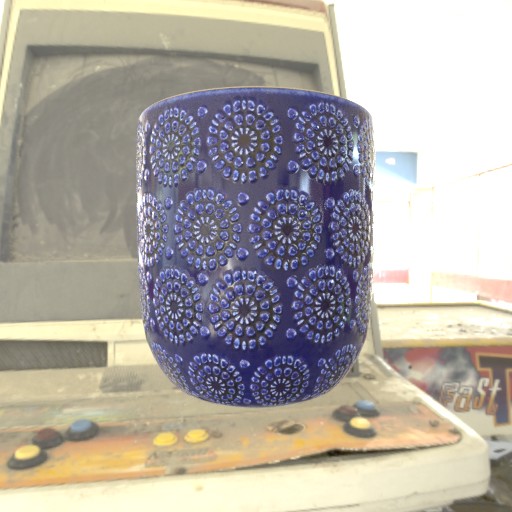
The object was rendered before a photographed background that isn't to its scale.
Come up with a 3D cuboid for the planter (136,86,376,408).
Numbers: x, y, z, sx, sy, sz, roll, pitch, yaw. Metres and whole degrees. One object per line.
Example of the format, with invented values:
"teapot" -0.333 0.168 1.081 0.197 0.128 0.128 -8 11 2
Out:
"planter" 0.000 0.000 0.354 0.184 0.206 0.184 0 1 0
